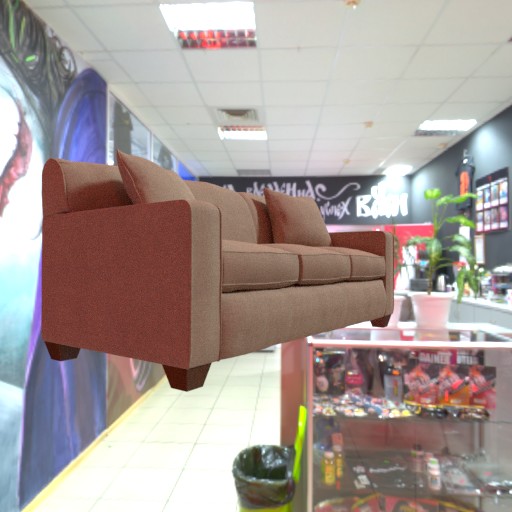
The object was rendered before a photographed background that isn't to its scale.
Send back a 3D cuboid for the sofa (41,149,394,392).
[{"bbox_3d":[0.000,0.000,2.550,0.997,0.958,2.024,-1,-1,36],"label":"sofa"}]
